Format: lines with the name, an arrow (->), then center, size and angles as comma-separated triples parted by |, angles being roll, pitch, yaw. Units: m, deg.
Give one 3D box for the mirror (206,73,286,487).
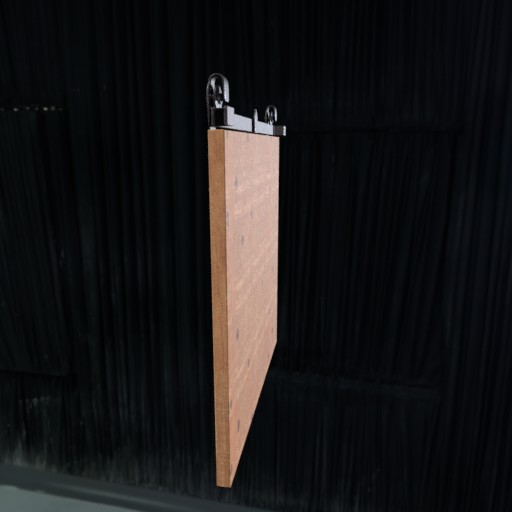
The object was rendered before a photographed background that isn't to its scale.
mirror -> 0.000, 0.000, 1.168 | 0.054, 0.800, 0.805 | 2, 14, 10
